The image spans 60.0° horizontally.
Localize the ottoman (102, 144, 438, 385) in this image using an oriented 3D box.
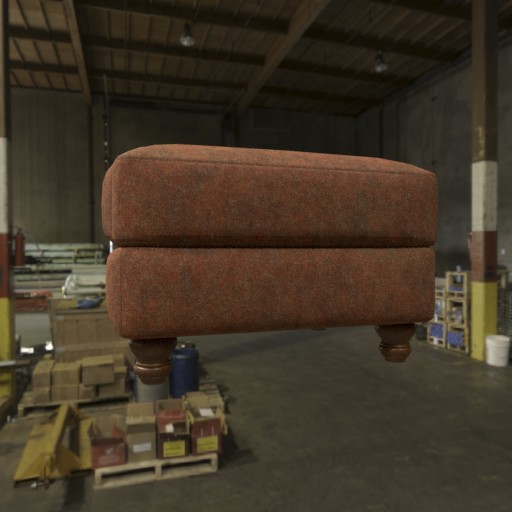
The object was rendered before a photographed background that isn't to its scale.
[{"bbox_3d":[0.000,0.000,1.204,0.787,0.508,0.635,0,1,-17],"label":"ottoman"}]
